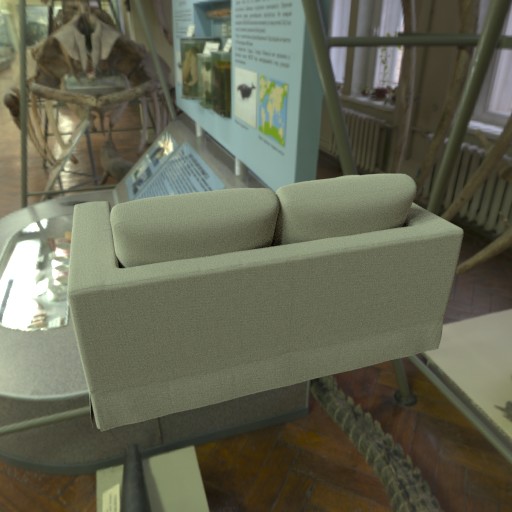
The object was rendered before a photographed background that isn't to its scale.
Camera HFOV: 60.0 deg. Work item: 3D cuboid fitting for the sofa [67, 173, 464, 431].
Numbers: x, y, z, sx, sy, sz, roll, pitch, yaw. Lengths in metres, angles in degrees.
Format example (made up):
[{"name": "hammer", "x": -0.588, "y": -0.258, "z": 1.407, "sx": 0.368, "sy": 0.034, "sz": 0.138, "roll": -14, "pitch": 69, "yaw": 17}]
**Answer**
[{"name": "sofa", "x": 0.000, "y": 0.000, "z": 2.373, "sx": 1.813, "sy": 0.932, "sz": 1.009, "roll": -9, "pitch": 28, "yaw": -17}]
